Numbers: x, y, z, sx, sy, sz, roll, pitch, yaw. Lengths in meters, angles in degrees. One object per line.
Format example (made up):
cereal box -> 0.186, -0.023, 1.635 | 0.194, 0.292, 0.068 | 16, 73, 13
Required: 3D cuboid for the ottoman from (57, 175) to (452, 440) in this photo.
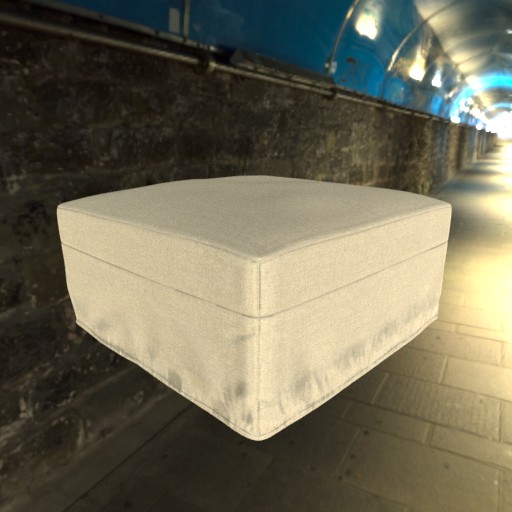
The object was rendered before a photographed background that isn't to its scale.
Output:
ottoman -> 0.000, 0.000, 1.329 | 0.840, 0.436, 0.843 | 15, 21, 42
